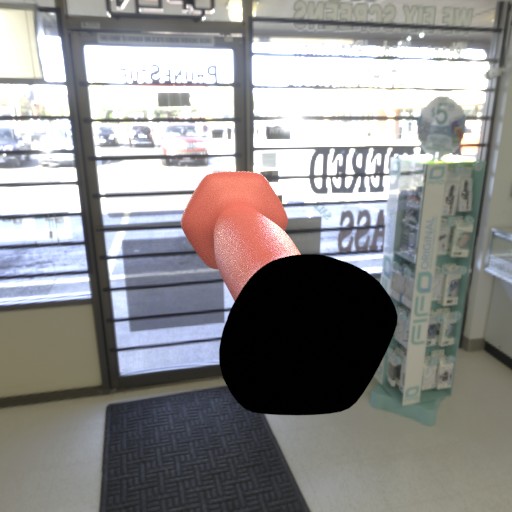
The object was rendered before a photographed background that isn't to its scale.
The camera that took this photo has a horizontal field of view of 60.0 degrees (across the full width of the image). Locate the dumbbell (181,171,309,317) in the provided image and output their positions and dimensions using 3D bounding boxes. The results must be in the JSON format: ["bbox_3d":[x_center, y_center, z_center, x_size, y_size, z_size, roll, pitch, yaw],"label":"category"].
[{"bbox_3d":[0.000,0.000,0.144,0.047,0.043,0.123,-3,17,-10],"label":"dumbbell"}]
